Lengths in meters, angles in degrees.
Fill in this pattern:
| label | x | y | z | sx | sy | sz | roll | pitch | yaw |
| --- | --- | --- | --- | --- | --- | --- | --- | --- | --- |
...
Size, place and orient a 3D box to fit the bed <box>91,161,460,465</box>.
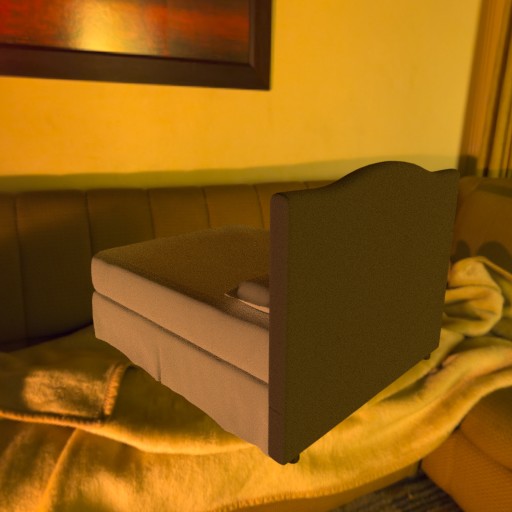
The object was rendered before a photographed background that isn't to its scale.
| label | x | y | z | sx | sy | sz | roll | pitch | yaw |
| --- | --- | --- | --- | --- | --- | --- | --- | --- | --- |
| bed | 0.000 | 0.000 | 3.091 | 1.666 | 1.387 | 2.036 | -15 | 22 | -43 |
